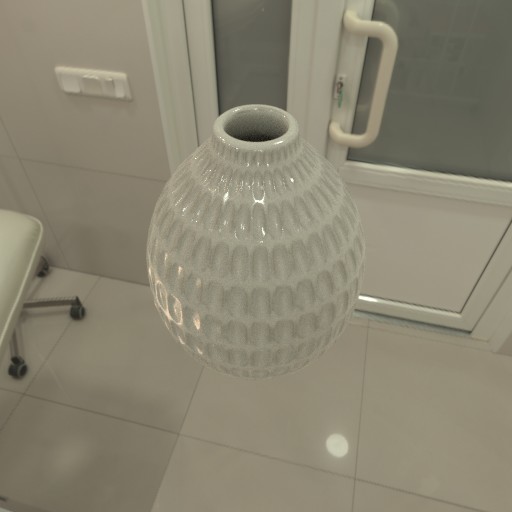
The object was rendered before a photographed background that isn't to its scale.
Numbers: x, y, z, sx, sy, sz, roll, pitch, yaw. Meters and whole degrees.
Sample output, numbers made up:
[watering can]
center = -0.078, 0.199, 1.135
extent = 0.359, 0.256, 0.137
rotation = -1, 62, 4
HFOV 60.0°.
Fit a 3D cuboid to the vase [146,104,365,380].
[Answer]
[vase]
center = 0.000, 0.000, 0.336
extent = 0.162, 0.223, 0.162
rotation = 0, 47, 0
